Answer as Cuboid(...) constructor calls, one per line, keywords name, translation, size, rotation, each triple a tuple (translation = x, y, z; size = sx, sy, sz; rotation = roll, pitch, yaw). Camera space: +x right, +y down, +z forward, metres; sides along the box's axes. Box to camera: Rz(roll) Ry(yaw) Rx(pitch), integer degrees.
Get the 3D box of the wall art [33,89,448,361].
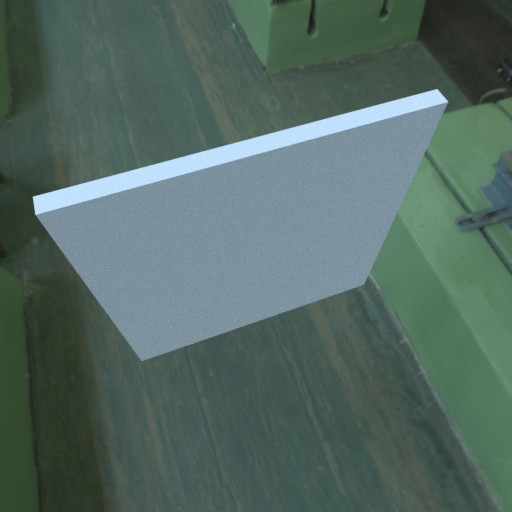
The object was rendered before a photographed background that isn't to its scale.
Cuboid(name="wall art", translation=(0.000, 0.000, 0.814), size=(0.559, 0.559, 0.028), rotation=(-18, 61, -10))
